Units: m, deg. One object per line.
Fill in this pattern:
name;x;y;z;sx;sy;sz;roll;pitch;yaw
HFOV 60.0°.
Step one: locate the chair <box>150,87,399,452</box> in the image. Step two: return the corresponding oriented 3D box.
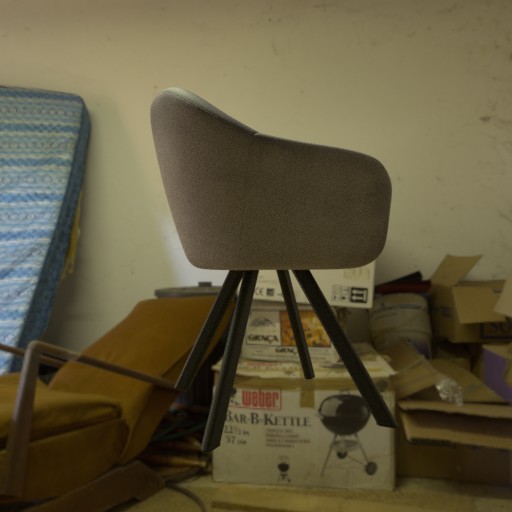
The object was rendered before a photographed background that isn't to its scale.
chair;0.000;0.000;1.157;0.540;0.780;0.570;0;-1;-17
